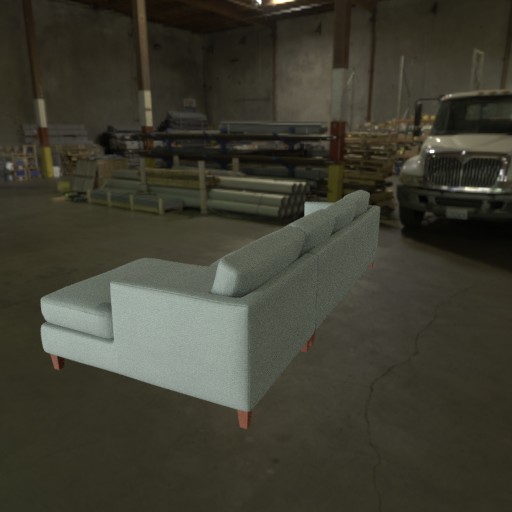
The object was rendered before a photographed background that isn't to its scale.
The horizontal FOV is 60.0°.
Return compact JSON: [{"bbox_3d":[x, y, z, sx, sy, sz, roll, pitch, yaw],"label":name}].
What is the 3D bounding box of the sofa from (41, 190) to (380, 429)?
[{"bbox_3d":[0.000,0.000,4.065,1.604,0.950,3.471,7,17,25],"label":"sofa"}]
